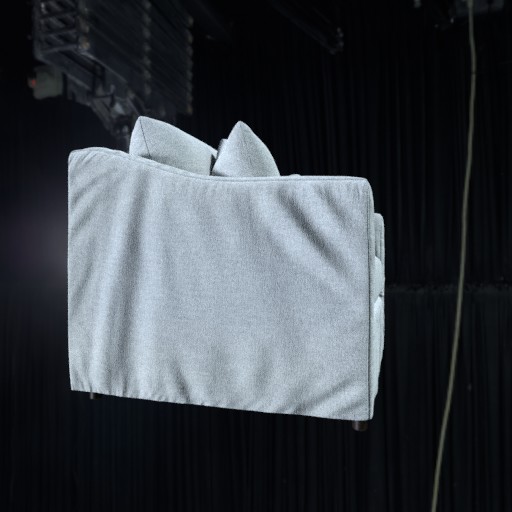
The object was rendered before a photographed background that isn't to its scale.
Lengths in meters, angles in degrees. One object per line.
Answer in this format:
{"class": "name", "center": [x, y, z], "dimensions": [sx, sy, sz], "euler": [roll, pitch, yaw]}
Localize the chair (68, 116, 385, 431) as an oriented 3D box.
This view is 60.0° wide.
{"class": "chair", "center": [0.000, 0.000, 1.970], "dimensions": [1.071, 1.059, 1.194], "euler": [0, 0, 18]}
